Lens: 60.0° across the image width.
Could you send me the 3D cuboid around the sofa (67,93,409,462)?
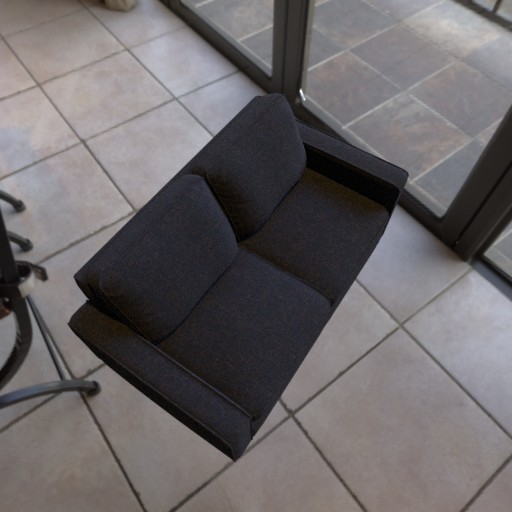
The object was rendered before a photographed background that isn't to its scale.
[{"bbox_3d":[0.000,0.000,2.328,0.947,0.918,1.709,30,64,17],"label":"sofa"}]
